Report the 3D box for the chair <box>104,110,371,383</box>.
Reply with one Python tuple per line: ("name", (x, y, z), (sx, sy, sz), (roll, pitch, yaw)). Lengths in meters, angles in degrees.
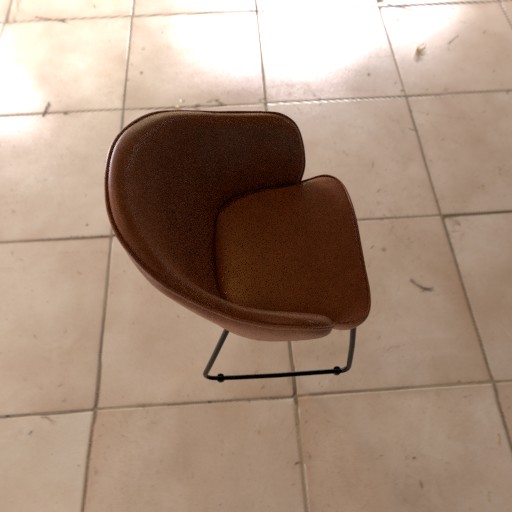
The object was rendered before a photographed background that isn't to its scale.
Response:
("chair", (0.000, 0.000, 1.202), (0.580, 0.785, 0.582), (-4, 63, -2))
